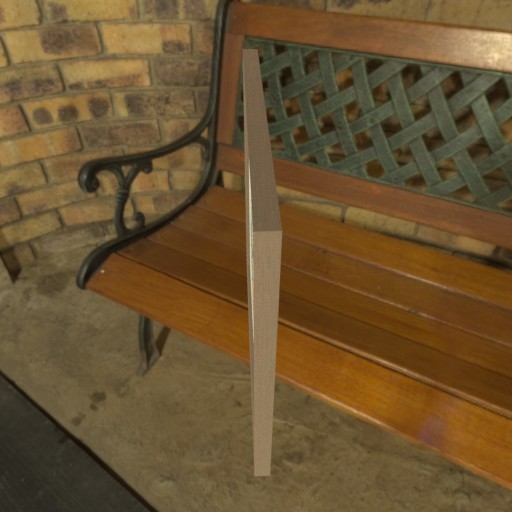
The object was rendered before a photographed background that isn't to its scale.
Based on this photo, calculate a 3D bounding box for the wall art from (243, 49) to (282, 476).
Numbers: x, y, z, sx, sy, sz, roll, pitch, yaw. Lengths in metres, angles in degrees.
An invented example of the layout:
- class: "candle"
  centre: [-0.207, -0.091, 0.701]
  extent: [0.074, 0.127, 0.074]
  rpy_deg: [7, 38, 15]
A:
- class: "wall art"
  centre: [0.000, 0.000, 1.114]
  extent: [0.038, 0.758, 0.761]
  rpy_deg: [-2, 41, -2]
